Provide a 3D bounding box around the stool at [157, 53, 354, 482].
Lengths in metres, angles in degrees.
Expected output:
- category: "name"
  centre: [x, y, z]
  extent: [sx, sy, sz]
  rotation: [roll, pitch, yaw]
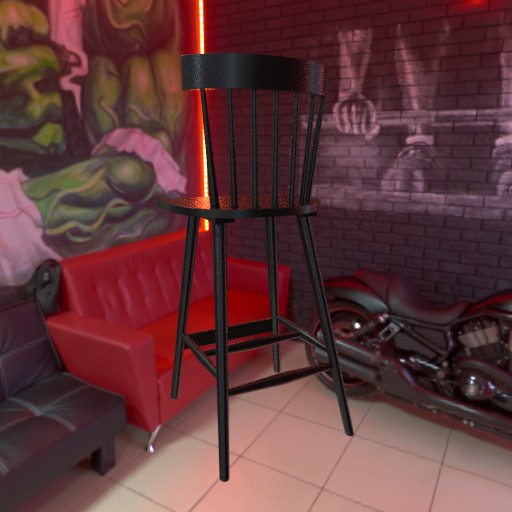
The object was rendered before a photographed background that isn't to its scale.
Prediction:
- category: "stool"
  centre: [0.000, 0.000, 1.359]
  extent: [0.482, 1.092, 0.483]
  rotation: [-7, 15, -26]
